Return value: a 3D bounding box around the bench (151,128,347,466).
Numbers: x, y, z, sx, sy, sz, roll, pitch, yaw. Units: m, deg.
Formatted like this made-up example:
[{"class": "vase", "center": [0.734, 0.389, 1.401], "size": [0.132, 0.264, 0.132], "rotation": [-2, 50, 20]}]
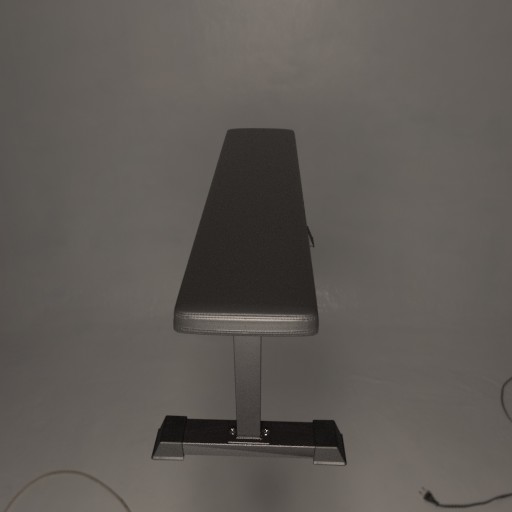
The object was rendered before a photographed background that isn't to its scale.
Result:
[{"class": "bench", "center": [0.000, 0.000, 1.300], "size": [0.439, 0.453, 1.072], "rotation": [1, 32, 2]}]
